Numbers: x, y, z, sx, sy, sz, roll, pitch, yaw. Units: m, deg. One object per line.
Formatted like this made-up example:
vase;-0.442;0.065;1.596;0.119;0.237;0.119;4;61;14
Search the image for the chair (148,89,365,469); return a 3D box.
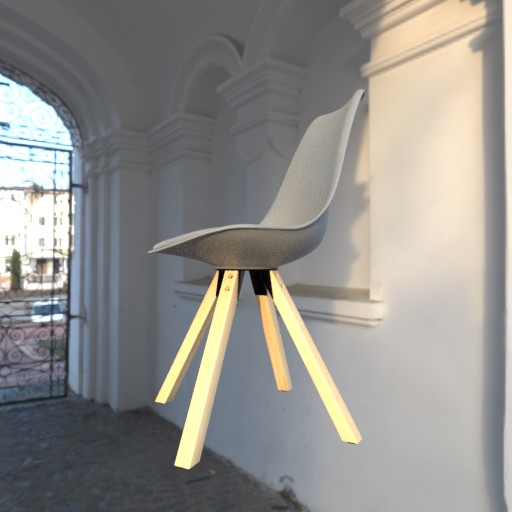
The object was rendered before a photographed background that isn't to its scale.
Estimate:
chair;0.000;0.000;1.160;0.549;0.850;0.485;0;0;-18
